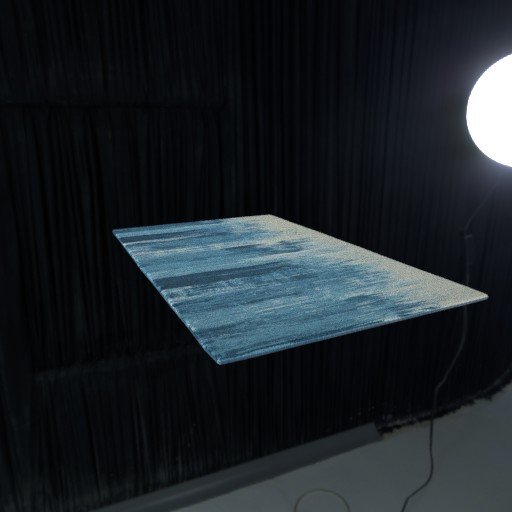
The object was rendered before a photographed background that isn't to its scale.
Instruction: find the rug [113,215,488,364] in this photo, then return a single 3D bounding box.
[{"bbox_3d":[0.000,0.000,3.030,1.540,0.027,2.450,-8,18,-25],"label":"rug"}]
